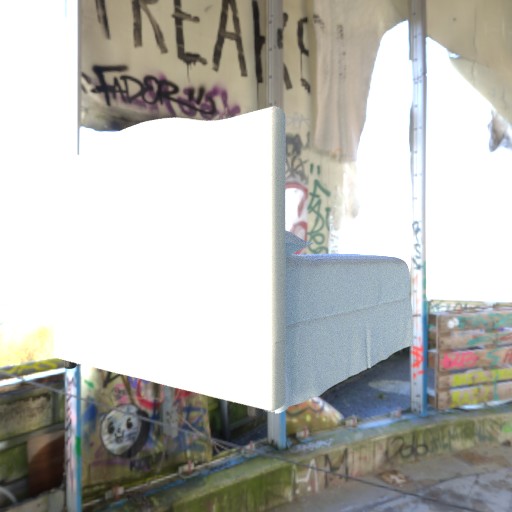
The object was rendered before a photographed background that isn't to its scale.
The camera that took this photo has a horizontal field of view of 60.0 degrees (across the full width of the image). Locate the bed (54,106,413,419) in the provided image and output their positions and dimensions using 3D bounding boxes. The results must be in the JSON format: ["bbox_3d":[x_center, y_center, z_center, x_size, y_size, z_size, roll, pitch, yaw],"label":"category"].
[{"bbox_3d":[0.000,0.000,3.245,1.753,1.460,2.143,0,0,36],"label":"bed"}]
